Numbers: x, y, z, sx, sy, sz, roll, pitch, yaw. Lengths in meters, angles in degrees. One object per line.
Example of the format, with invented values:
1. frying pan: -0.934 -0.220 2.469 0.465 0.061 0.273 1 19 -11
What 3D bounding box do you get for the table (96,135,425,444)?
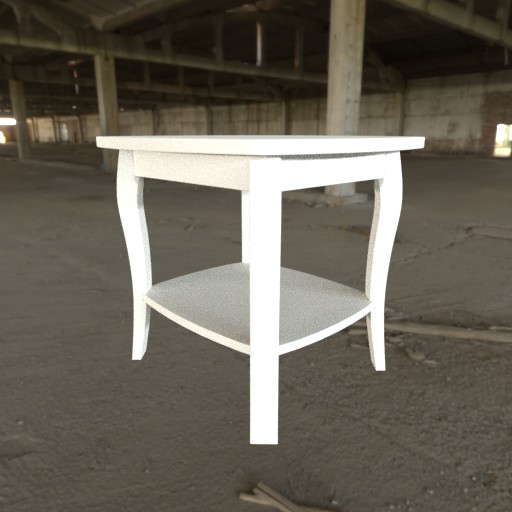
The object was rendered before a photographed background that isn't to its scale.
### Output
1. table: 0.000 0.000 0.839 0.451 0.438 0.502 -15 21 -42
